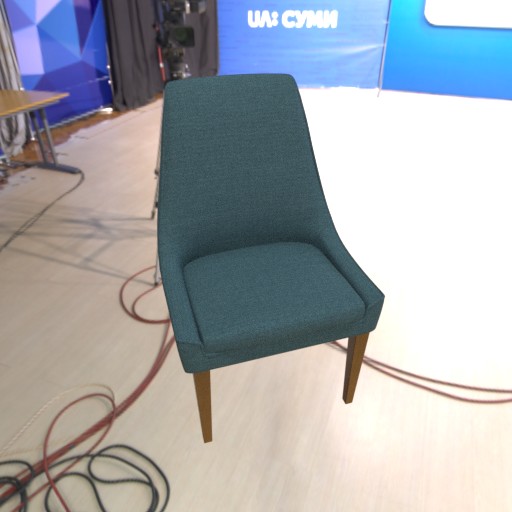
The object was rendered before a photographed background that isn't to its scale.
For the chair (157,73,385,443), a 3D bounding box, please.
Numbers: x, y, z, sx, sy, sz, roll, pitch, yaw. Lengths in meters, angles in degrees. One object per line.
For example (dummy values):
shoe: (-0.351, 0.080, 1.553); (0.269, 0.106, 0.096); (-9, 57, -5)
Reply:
chair: (0.000, 0.000, 1.239); (0.529, 0.861, 0.544); (-10, 35, -15)
